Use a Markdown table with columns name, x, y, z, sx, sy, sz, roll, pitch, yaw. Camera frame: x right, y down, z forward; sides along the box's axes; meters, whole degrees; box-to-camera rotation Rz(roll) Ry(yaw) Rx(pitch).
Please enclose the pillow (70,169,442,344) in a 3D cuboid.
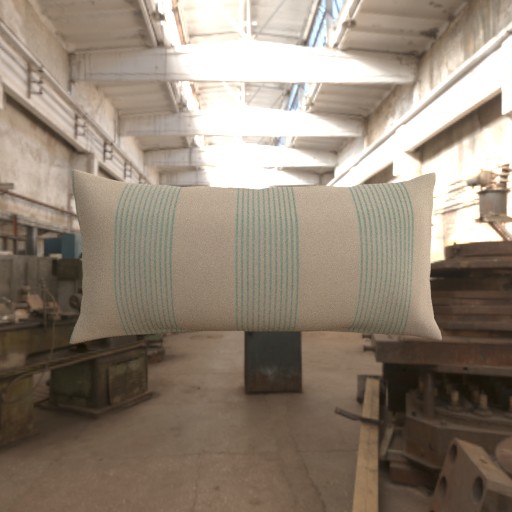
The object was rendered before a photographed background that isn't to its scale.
| name | x | y | z | sx | sy | sz | roll | pitch | yaw |
| --- | --- | --- | --- | --- | --- | --- | --- | --- | --- |
| pillow | 0.000 | 0.000 | 0.729 | 0.610 | 0.287 | 0.151 | 0 | -1 | 0 |
